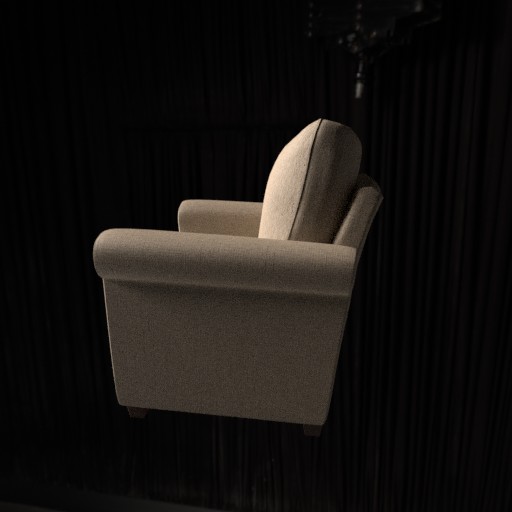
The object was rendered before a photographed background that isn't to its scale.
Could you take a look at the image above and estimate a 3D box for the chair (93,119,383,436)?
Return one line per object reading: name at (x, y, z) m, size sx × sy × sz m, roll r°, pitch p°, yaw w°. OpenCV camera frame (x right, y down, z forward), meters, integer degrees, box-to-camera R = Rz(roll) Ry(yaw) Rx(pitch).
chair at (0.000, 0.000, 2.362) m, size 1.180 × 1.349 × 1.275 m, roll 2°, pitch 14°, yaw 9°
